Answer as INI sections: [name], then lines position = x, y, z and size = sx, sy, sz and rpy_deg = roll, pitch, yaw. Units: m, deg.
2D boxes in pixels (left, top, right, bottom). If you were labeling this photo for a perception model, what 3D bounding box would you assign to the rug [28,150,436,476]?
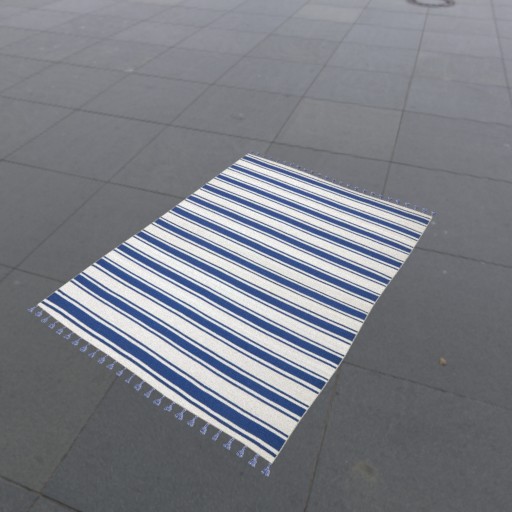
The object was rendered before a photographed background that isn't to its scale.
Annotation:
[rug]
position = 0.000, 0.000, 4.332
size = 2.471, 0.016, 3.416
rpy_deg = 25, 48, 25
